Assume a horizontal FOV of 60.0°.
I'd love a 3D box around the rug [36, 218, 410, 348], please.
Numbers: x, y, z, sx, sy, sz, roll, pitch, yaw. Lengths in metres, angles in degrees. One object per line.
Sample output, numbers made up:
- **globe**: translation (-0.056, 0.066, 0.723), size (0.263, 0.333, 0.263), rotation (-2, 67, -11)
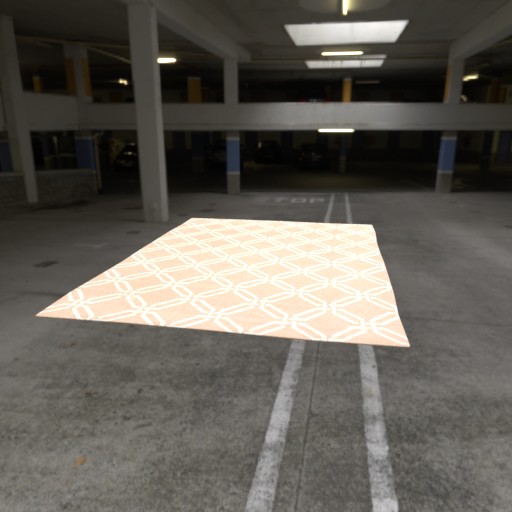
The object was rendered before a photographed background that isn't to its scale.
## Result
- **rug**: translation (0.000, 0.000, 4.352), size (2.452, 0.020, 3.365), rotation (3, 17, 10)
